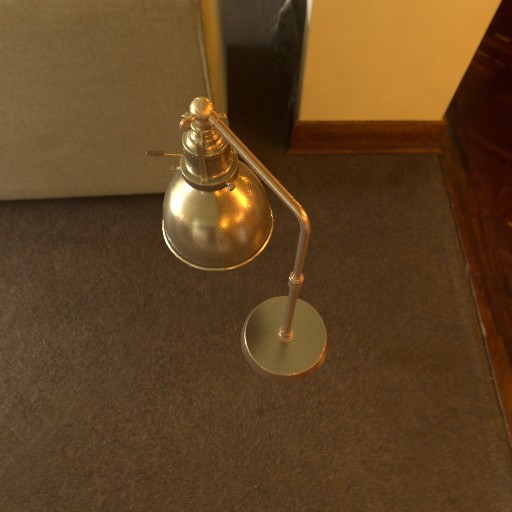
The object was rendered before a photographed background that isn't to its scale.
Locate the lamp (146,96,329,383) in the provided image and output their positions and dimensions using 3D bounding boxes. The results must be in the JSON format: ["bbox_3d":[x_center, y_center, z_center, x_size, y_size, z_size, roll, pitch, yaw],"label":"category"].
[{"bbox_3d":[0.000,0.000,0.592,0.286,0.456,0.153,37,69,17],"label":"lamp"}]
